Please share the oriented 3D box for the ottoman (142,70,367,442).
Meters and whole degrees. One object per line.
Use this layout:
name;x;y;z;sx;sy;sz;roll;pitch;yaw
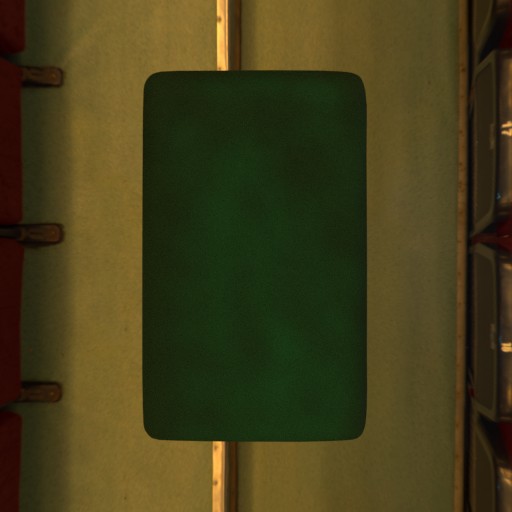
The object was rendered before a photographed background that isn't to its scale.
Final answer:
ottoman;0.000;0.000;1.266;0.536;0.533;0.886;0;90;1
